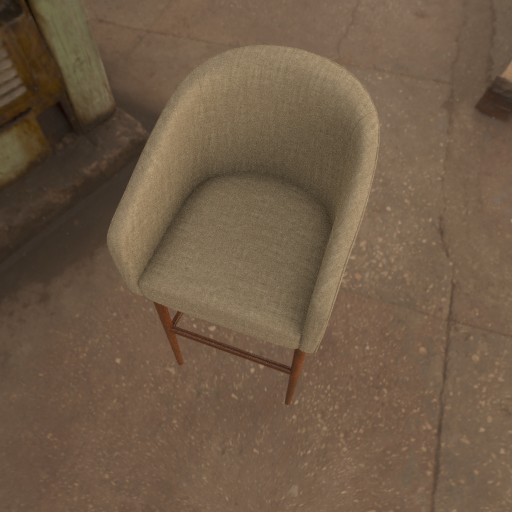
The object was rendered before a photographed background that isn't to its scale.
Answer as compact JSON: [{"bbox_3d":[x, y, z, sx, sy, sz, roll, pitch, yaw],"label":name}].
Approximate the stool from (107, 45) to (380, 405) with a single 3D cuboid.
[{"bbox_3d":[0.000,0.000,1.425,0.559,1.078,0.607,17,59,11],"label":"stool"}]
